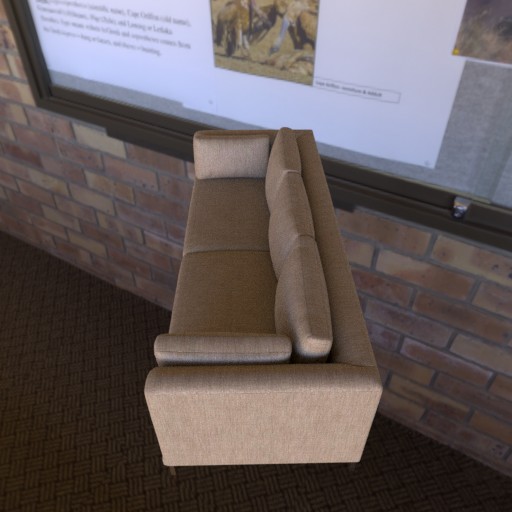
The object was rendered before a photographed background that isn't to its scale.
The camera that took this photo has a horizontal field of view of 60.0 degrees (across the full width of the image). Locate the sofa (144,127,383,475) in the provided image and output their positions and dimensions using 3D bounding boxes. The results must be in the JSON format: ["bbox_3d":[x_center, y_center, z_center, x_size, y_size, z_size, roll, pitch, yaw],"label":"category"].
[{"bbox_3d":[0.000,0.000,2.876,0.969,0.867,2.415,-1,40,-1],"label":"sofa"}]
